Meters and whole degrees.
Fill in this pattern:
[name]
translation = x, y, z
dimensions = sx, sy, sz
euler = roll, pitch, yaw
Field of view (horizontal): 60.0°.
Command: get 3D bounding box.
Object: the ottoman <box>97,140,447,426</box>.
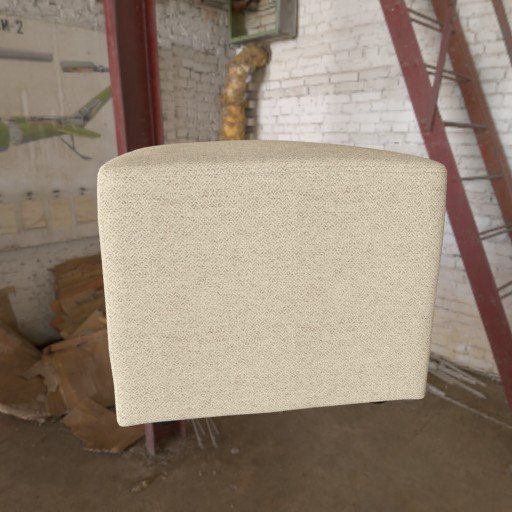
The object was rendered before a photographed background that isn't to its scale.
[ottoman]
translation = 0.000, 0.000, 0.899
dimensions = 0.512, 0.453, 0.521
euler = -2, 16, -8
